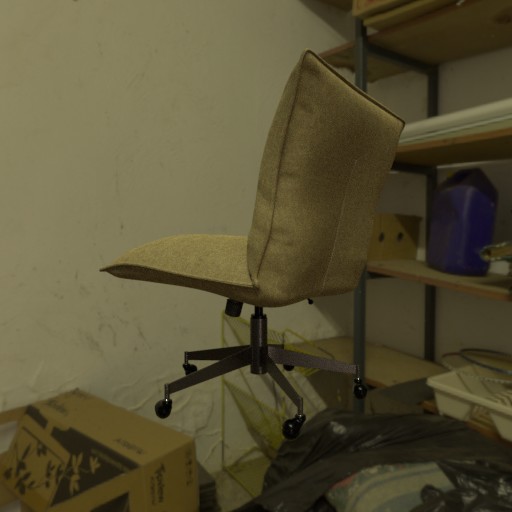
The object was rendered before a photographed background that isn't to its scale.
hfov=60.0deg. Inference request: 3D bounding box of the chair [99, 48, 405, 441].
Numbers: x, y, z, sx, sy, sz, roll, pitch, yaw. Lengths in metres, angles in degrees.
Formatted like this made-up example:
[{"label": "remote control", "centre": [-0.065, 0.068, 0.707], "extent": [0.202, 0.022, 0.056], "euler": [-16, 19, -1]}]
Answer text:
[{"label": "chair", "centre": [0.000, 0.000, 1.276], "extent": [0.696, 0.811, 0.597], "euler": [1, 2, 36]}]
